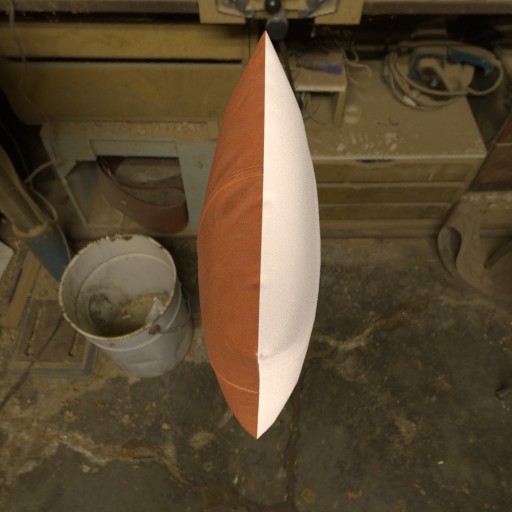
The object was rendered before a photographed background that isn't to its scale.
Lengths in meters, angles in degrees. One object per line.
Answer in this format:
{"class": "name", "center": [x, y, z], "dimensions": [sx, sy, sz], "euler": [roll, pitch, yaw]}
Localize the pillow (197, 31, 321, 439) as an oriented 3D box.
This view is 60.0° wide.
{"class": "pillow", "center": [0.000, 0.000, 0.732], "dimensions": [0.192, 0.477, 0.501], "euler": [1, 59, 1]}
